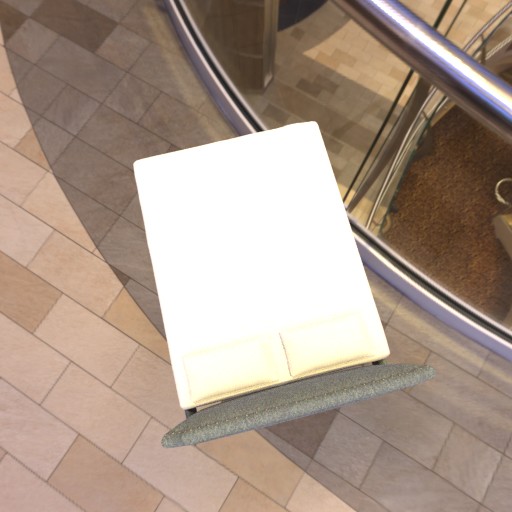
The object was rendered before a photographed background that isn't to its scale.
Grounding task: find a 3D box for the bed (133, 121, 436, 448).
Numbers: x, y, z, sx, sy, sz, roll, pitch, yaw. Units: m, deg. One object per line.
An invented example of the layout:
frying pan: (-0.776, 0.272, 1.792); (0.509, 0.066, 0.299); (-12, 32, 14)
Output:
bed: (0.000, 0.000, 3.513); (1.712, 1.443, 2.372); (-14, 76, -3)
